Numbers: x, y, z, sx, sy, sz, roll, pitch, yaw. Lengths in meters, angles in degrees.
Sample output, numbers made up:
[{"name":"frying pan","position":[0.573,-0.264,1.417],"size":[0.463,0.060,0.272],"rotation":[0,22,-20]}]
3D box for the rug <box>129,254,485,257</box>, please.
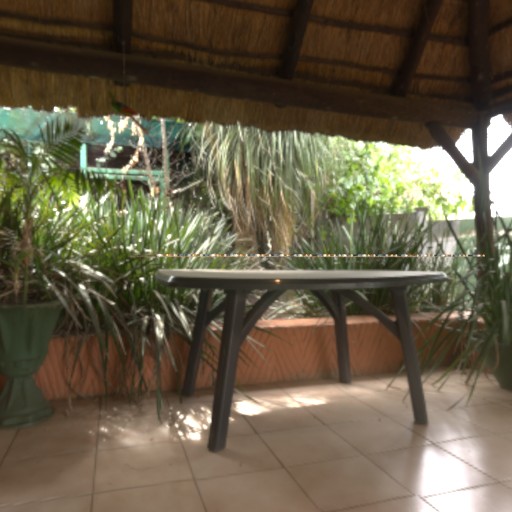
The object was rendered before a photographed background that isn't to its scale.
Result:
[{"name":"rug","position":[0.000,0.000,2.350],"size":[1.230,0.008,1.827],"rotation":[0,0,-19]}]
